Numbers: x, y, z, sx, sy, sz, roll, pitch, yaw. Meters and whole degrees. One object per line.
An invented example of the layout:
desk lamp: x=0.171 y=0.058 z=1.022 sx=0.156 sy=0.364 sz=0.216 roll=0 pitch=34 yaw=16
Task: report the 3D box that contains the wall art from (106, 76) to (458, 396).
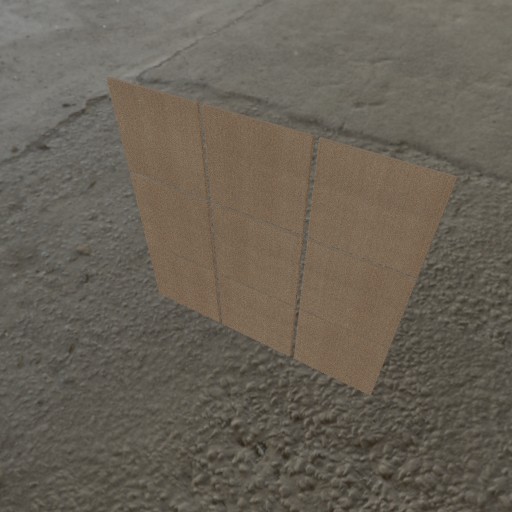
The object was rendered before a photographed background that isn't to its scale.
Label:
wall art: x=0.000 y=0.000 z=1.812 sx=1.219 sy=1.218 sz=0.013 roll=22 pitch=50 yaw=20
